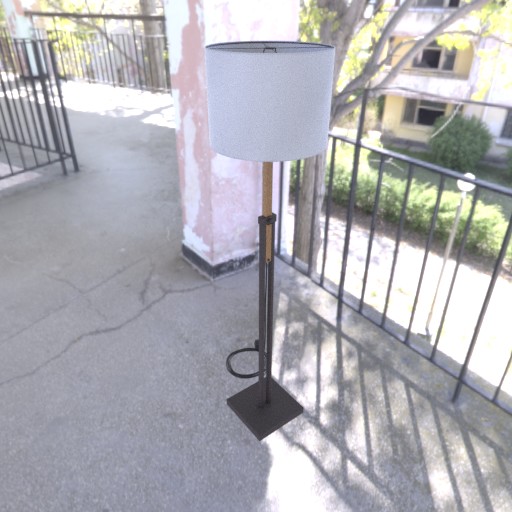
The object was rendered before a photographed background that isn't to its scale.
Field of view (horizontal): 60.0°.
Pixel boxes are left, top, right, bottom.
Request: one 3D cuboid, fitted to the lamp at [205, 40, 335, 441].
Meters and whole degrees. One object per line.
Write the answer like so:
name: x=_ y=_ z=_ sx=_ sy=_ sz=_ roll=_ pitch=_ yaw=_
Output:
lamp: x=0.000 y=0.000 z=1.899 sx=0.474 sy=1.650 sz=0.639 roll=-21 pitch=36 yaw=-31
